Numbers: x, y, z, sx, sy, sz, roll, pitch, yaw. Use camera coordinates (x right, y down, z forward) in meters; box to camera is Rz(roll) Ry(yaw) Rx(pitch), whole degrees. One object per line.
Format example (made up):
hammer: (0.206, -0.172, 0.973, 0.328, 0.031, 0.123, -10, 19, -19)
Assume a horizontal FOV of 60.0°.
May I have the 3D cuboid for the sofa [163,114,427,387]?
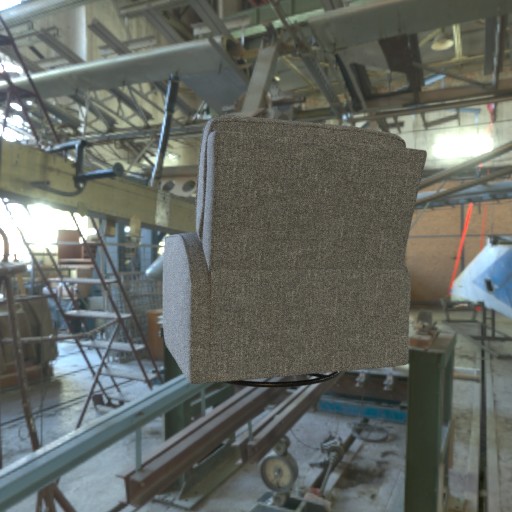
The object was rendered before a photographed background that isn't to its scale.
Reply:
sofa: (0.000, 0.000, 2.088, 0.861, 0.959, 1.472, 0, 0, -18)
